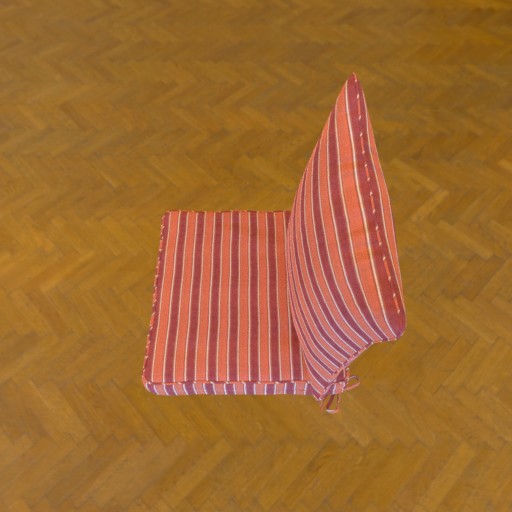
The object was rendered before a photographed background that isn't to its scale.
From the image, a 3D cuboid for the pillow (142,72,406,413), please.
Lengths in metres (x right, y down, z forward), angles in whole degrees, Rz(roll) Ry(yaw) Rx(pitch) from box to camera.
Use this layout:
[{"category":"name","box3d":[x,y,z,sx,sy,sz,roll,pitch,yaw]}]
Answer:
[{"category":"pillow","box3d":[0.000,0.000,1.361,0.733,0.723,0.799,0,59,0]}]
